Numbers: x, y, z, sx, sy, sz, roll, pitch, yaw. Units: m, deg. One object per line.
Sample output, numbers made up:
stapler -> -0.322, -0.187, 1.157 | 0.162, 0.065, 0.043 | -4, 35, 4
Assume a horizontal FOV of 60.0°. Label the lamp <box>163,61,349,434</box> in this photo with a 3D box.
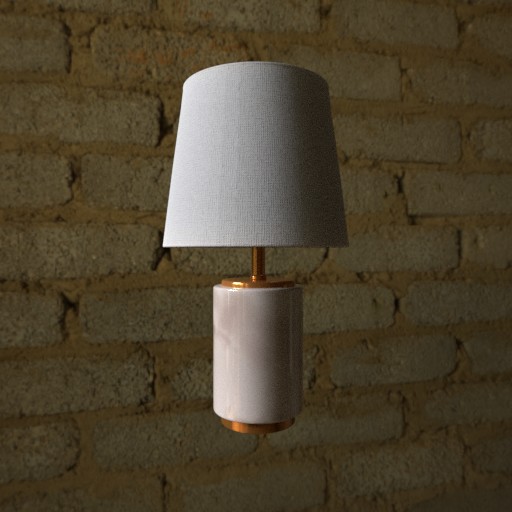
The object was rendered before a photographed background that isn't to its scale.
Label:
lamp -> 0.000, 0.000, 0.461 | 0.189, 0.340, 0.189 | 0, 1, 0
